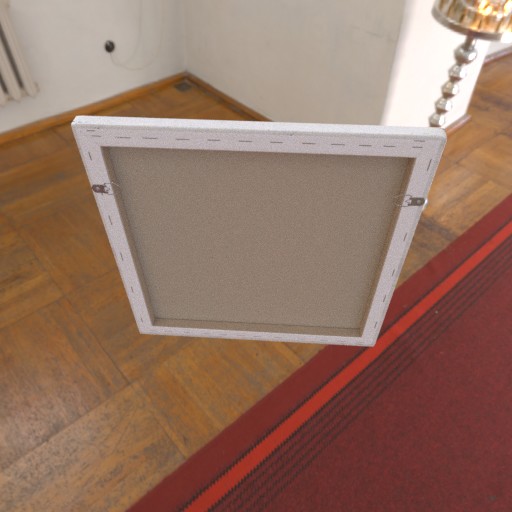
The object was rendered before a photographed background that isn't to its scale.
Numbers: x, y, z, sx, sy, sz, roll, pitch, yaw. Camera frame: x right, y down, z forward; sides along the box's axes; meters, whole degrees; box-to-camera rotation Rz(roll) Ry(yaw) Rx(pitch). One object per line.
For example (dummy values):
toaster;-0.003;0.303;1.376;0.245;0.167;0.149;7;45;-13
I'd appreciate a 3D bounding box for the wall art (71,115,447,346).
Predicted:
wall art;0.000;0.000;1.174;0.762;0.762;0.038;3;46;3
